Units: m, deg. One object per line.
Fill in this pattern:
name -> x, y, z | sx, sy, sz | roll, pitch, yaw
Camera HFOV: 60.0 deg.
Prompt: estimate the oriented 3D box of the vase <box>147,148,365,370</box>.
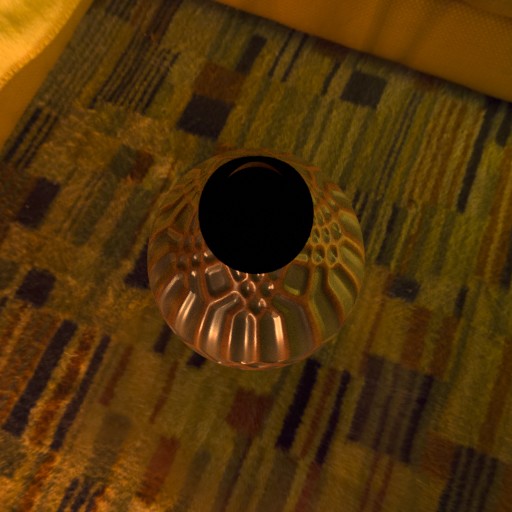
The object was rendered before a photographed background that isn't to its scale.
vase -> 0.000, 0.000, 0.139 | 0.069, 0.088, 0.069 | 0, 74, 0
